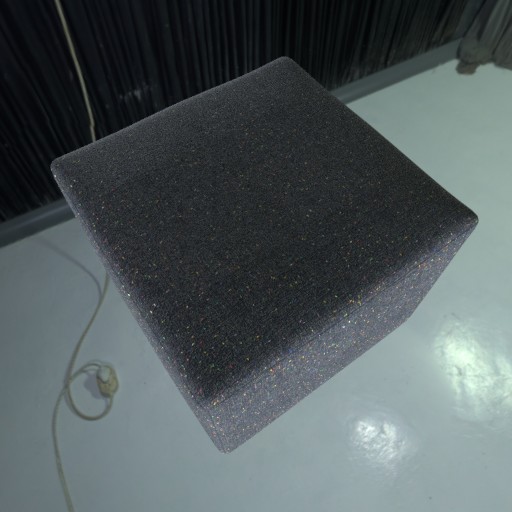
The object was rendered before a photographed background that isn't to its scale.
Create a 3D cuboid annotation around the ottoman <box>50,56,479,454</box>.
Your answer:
[{"bbox_3d":[0.000,0.000,0.867,0.508,0.432,0.508,-31,63,-18],"label":"ottoman"}]
